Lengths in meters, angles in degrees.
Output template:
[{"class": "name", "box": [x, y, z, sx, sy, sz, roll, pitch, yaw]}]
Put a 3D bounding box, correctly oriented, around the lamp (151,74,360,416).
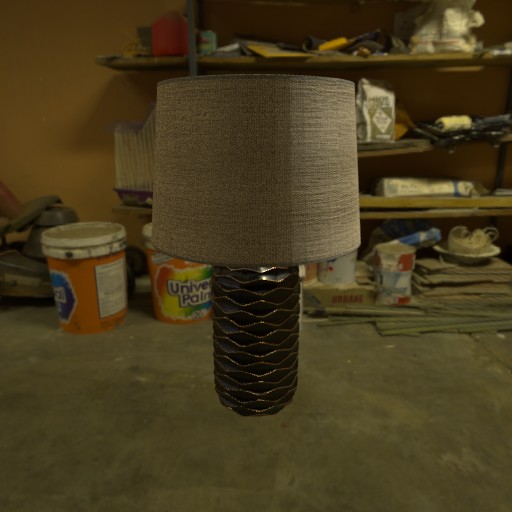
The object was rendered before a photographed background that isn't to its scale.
[{"class": "lamp", "box": [0.000, 0.000, 0.826, 0.376, 0.594, 0.376, 0, 16, 0]}]
